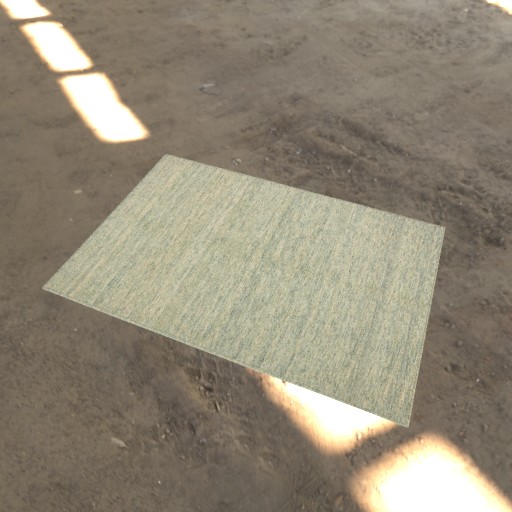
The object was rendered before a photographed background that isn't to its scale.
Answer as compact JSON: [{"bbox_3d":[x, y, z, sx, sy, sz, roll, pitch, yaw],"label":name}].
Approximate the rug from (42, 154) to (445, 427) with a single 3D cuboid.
[{"bbox_3d":[0.000,0.000,2.412,1.850,0.015,1.250,17,51,15],"label":"rug"}]
